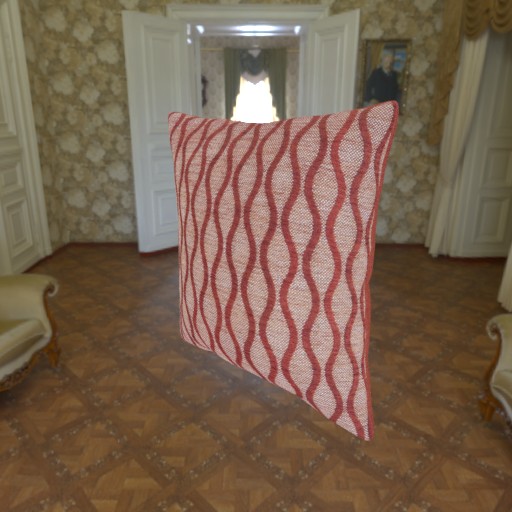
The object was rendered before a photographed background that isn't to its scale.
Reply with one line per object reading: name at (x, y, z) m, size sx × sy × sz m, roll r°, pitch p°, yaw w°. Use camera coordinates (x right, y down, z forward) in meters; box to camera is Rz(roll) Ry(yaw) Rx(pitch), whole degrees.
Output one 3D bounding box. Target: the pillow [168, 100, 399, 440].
pillow at (0.000, 0.000, 0.676) m, size 0.429 × 0.434 × 0.159 m, roll 15°, pitch 22°, yaw 42°
